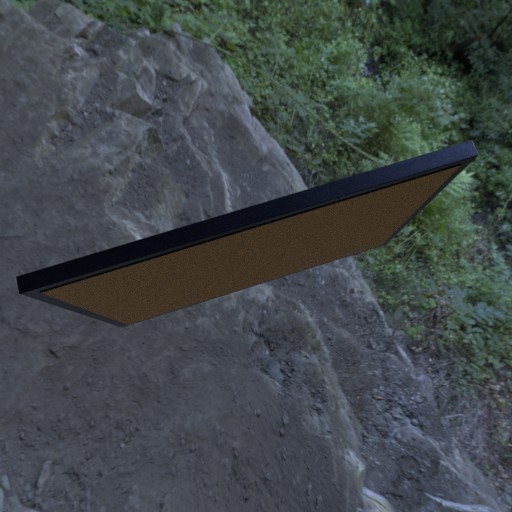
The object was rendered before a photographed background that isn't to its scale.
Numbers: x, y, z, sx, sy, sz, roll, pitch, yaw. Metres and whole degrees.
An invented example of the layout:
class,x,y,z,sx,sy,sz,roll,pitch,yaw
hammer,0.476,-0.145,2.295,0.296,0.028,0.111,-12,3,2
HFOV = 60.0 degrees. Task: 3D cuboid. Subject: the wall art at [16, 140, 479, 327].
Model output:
class,x,y,z,sx,sy,sz,roll,pitch,yaw
wall art,0.000,0.000,0.828,0.657,0.458,0.027,-17,76,-4
